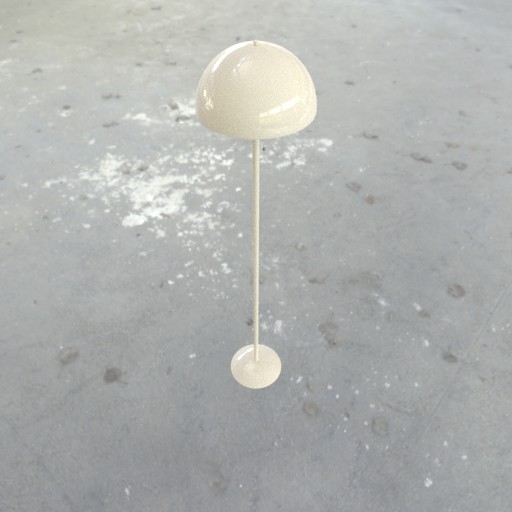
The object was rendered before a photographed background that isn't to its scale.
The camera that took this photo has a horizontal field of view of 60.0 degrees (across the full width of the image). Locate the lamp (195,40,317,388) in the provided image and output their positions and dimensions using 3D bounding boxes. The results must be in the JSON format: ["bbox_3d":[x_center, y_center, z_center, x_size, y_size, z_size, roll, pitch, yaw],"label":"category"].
[{"bbox_3d":[0.000,0.000,1.602,0.328,1.480,0.328,32,53,28],"label":"lamp"}]
